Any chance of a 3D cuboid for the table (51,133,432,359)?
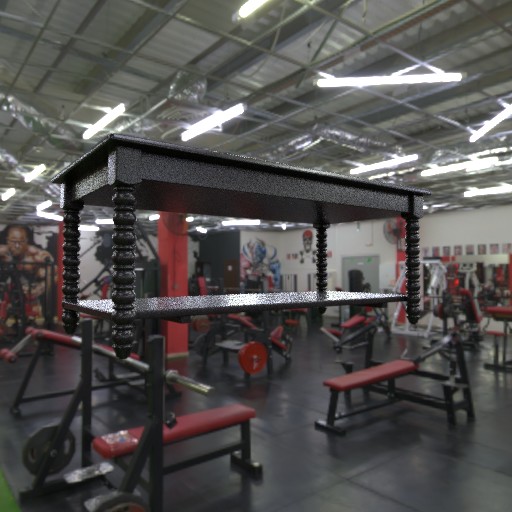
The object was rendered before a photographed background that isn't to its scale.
[{"bbox_3d":[0.000,0.000,1.493,1.171,0.487,0.580,1,-2,-36],"label":"table"}]
